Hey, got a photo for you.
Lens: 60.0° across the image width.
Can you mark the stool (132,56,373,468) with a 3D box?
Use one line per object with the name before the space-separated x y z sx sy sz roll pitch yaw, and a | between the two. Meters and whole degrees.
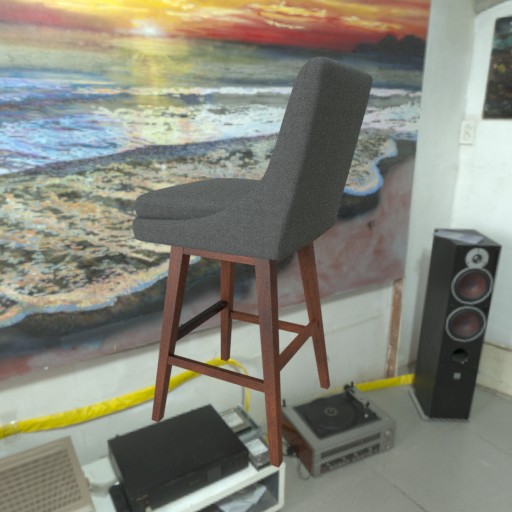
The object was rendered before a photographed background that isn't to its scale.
stool | 0.000 0.000 1.257 0.524 0.977 0.447 9 19 26
